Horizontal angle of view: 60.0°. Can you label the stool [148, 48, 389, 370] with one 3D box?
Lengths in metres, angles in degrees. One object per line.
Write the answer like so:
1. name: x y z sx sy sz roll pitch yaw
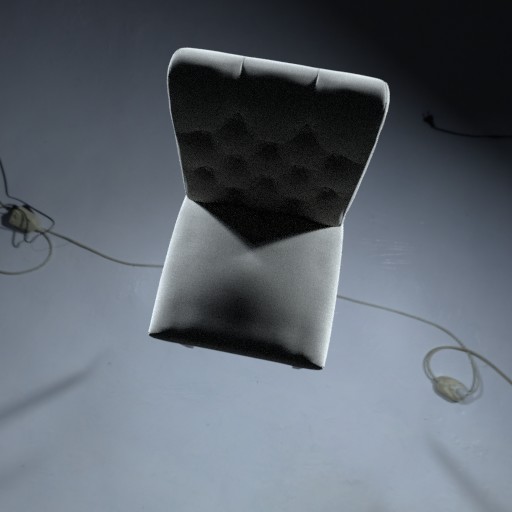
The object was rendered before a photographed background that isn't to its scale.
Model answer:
1. stool: 0.000 0.000 1.338 0.493 1.040 0.601 11 75 3
